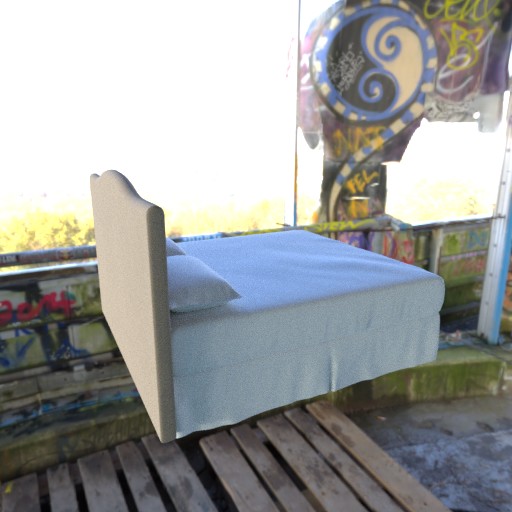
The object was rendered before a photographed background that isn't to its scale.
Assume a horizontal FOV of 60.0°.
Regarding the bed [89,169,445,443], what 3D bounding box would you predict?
[{"bbox_3d":[0.000,0.000,3.541,2.182,1.421,2.083,-7,17,-26],"label":"bed"}]
